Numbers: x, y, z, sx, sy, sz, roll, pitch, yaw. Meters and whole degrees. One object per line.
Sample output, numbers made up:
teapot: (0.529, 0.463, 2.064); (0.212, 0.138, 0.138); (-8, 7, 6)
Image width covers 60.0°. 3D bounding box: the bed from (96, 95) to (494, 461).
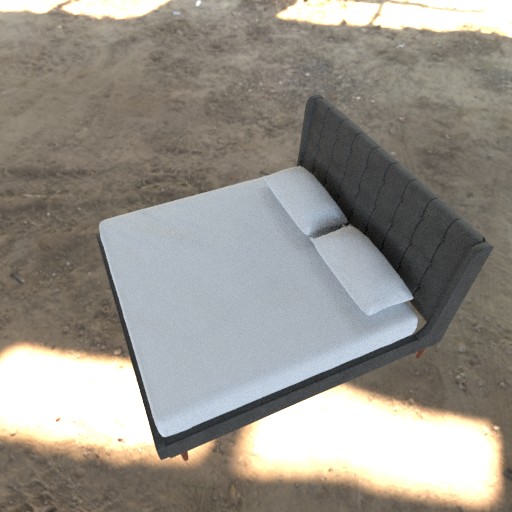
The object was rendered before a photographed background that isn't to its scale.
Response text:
bed: (0.000, 0.000, 2.536); (1.638, 0.933, 1.531); (-18, 49, -16)
